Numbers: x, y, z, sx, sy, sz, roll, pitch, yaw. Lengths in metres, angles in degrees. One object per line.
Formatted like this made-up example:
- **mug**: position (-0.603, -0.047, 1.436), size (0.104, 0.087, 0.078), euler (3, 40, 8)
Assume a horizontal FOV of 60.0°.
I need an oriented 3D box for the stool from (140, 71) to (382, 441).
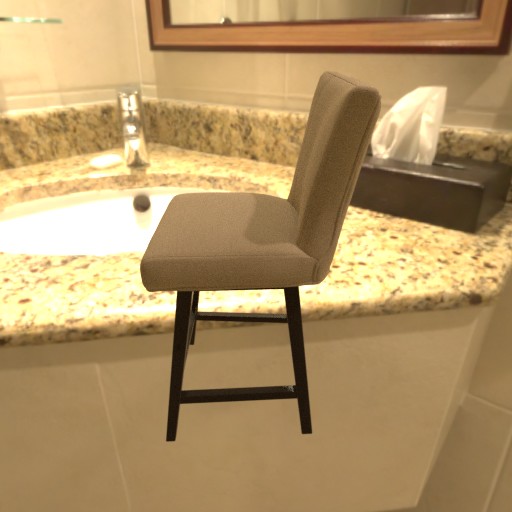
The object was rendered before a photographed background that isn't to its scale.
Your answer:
- **stool**: position (0.000, 0.000, 1.331), size (0.574, 1.000, 0.514), euler (0, 26, 0)
